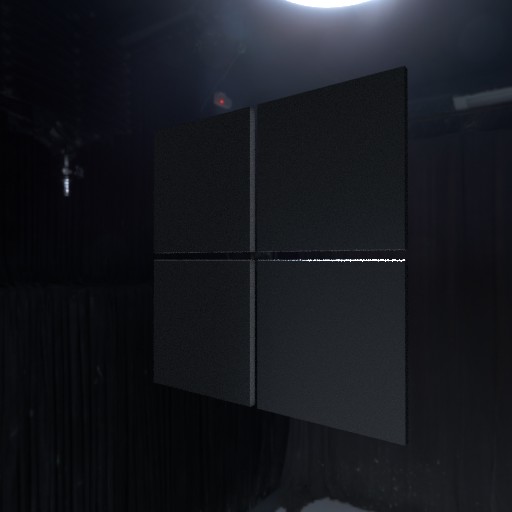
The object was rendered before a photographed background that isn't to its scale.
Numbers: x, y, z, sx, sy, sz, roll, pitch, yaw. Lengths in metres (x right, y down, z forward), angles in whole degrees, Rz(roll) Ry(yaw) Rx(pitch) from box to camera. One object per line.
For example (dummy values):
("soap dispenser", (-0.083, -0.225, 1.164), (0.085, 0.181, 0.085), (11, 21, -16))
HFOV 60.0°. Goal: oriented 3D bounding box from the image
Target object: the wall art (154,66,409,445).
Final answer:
("wall art", (0.000, 0.000, 1.652), (1.118, 1.118, 0.029), (0, -1, 37))
